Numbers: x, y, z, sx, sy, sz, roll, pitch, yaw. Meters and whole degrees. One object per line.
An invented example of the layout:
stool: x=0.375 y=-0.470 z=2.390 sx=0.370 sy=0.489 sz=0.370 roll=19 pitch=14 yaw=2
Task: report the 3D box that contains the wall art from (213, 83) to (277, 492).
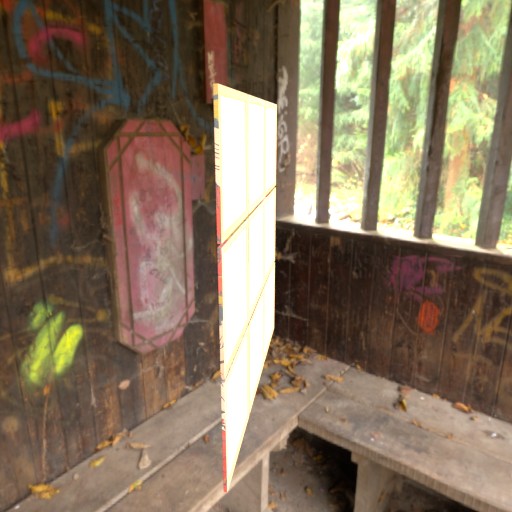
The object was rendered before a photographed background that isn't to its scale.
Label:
wall art: x=0.000 y=0.000 z=1.810 sx=0.013 sy=1.218 sz=1.206 roll=3 pitch=17 yaw=9
